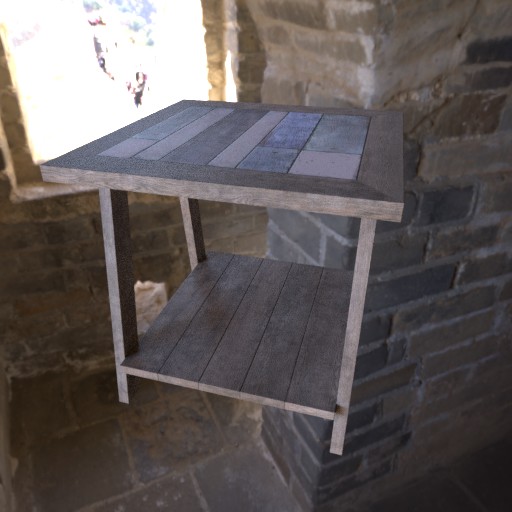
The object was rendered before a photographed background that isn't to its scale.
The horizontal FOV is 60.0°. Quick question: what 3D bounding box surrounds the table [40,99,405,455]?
[{"bbox_3d":[0.000,0.000,1.104,0.610,0.610,0.610,8,31,14],"label":"table"}]
